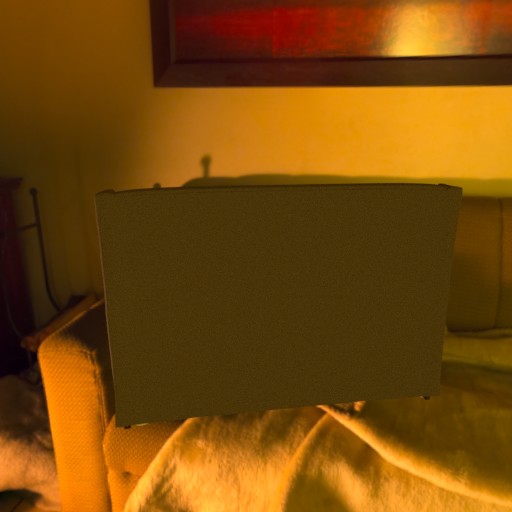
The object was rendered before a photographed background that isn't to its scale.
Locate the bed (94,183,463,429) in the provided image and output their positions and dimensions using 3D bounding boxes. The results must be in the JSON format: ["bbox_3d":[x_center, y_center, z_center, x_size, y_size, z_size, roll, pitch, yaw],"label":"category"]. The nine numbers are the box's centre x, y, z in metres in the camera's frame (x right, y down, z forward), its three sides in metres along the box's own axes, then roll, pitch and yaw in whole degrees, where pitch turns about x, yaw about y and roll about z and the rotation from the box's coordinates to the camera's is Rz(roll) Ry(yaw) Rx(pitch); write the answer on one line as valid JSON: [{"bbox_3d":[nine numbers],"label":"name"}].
[{"bbox_3d":[0.000,0.000,3.464,1.925,1.332,2.276,-2,15,-9],"label":"bed"}]
